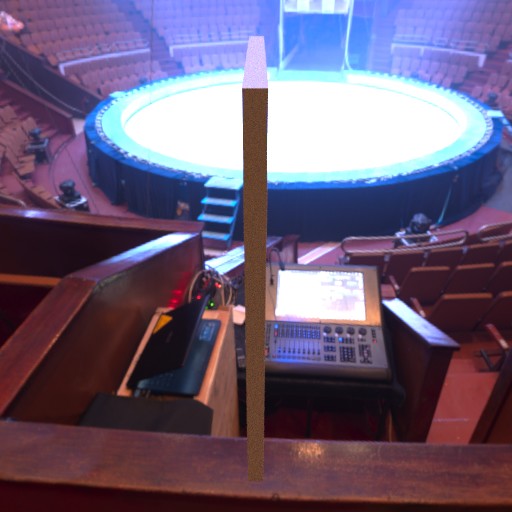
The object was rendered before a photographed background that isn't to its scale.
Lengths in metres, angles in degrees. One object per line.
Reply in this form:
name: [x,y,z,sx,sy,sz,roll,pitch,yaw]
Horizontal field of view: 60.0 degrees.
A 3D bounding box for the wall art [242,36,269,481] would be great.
wall art: [0.000,0.000,1.095,0.037,0.916,0.610,0,32,0]
